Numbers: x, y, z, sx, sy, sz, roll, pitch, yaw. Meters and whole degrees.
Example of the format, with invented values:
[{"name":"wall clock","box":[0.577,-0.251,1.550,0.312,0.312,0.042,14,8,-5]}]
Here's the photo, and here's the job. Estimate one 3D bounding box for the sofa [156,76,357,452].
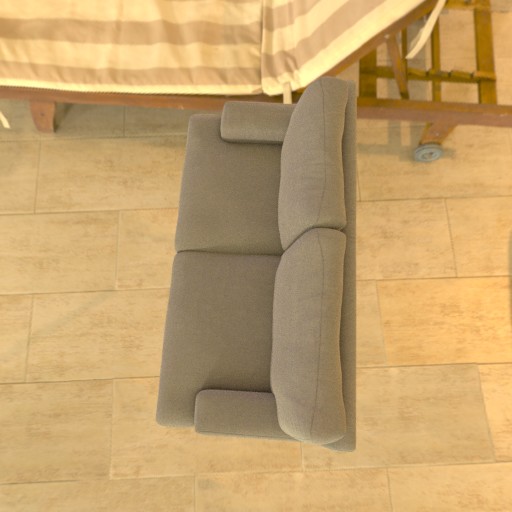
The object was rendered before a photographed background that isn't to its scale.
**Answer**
[{"name":"sofa","box":[0.000,0.000,2.413,0.962,0.980,1.855,3,75,1]}]
